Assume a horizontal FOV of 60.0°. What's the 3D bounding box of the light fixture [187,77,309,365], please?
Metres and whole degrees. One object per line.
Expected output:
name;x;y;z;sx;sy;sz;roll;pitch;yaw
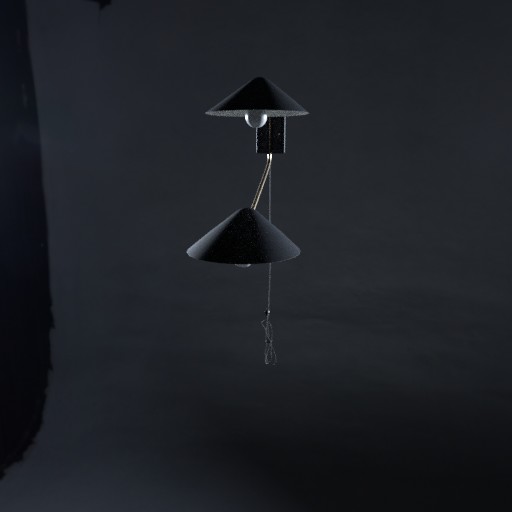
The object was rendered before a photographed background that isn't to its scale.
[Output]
light fixture;0.000;0.000;0.866;0.189;0.665;0.422;2;14;10
